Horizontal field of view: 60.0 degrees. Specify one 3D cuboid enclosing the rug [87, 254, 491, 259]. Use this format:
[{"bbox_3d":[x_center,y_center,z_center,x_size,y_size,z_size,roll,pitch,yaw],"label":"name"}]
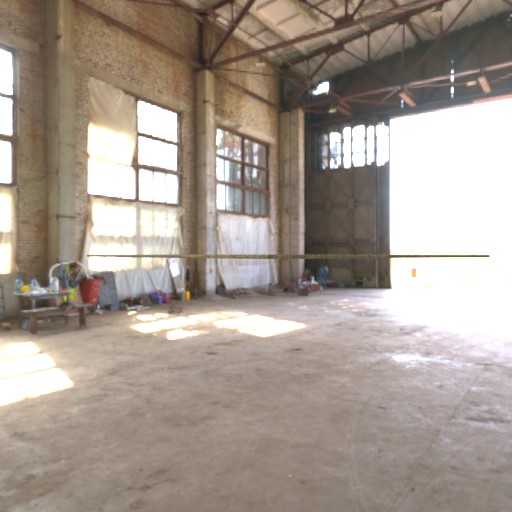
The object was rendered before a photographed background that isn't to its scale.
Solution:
[{"bbox_3d":[0.000,0.000,2.335,1.243,0.014,1.846,0,0,-36],"label":"rug"}]
